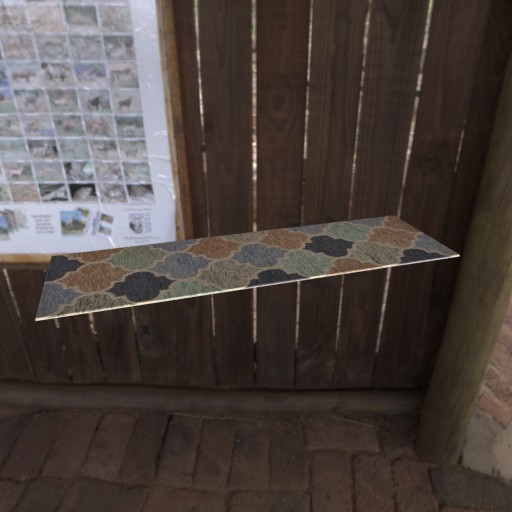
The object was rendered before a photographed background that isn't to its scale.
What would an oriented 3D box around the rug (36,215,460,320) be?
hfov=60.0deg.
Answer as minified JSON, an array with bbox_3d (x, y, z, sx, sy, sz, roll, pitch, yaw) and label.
[{"bbox_3d":[0.000,0.000,2.590,2.287,0.011,0.687,-8,27,-15],"label":"rug"}]
